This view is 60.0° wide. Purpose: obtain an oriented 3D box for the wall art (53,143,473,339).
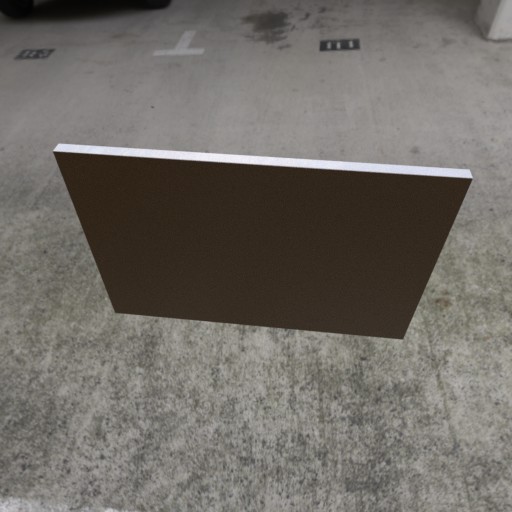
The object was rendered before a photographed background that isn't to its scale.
[{"bbox_3d":[0.000,0.000,1.490,1.145,0.762,0.041,5,47,4],"label":"wall art"}]
